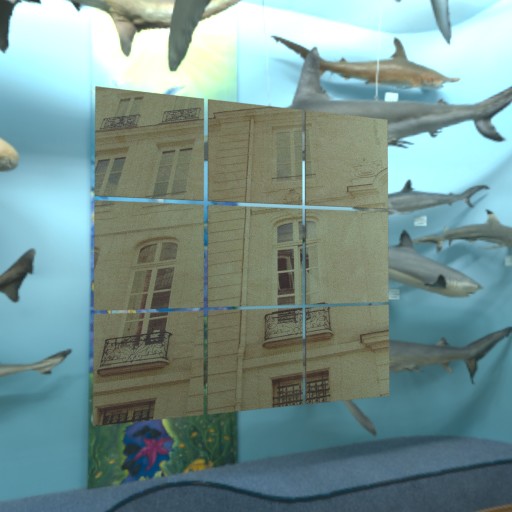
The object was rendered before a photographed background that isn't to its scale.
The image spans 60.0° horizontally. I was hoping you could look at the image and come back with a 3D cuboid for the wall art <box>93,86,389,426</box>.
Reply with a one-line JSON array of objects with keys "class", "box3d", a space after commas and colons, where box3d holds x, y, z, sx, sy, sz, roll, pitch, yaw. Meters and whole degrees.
[{"class": "wall art", "box3d": [0.000, 0.000, 2.224, 1.526, 1.522, 0.023, 0, -1, -18]}]
